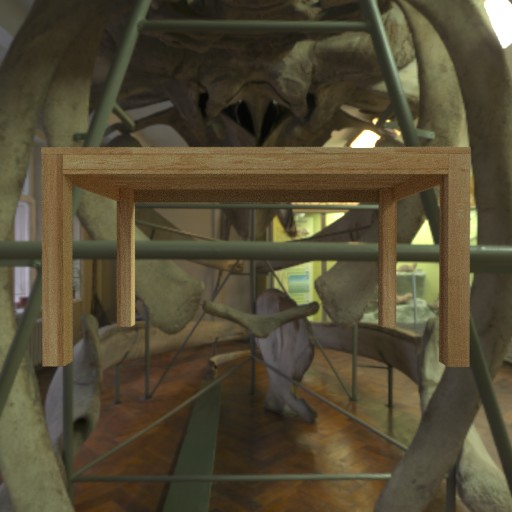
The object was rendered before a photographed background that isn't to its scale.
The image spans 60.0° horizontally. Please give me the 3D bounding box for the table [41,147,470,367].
[{"bbox_3d":[0.000,0.000,2.003,1.500,0.770,0.900,0,1,0],"label":"table"}]
